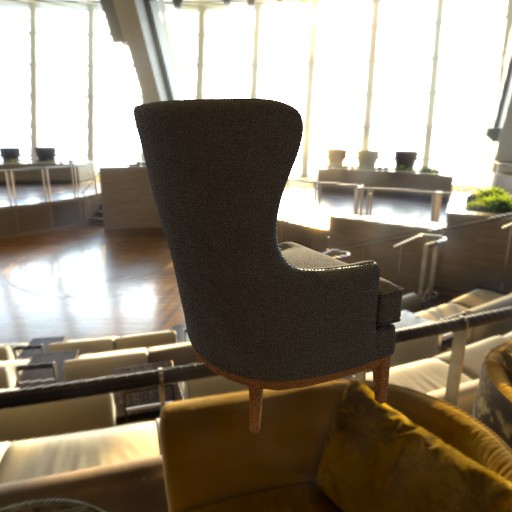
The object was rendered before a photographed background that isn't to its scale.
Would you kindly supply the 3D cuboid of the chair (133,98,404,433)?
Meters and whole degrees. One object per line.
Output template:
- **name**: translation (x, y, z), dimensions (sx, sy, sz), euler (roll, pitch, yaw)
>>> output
- **chair**: translation (0.000, 0.000, 1.827), dimensions (0.883, 1.176, 0.864), euler (-8, 18, -27)
